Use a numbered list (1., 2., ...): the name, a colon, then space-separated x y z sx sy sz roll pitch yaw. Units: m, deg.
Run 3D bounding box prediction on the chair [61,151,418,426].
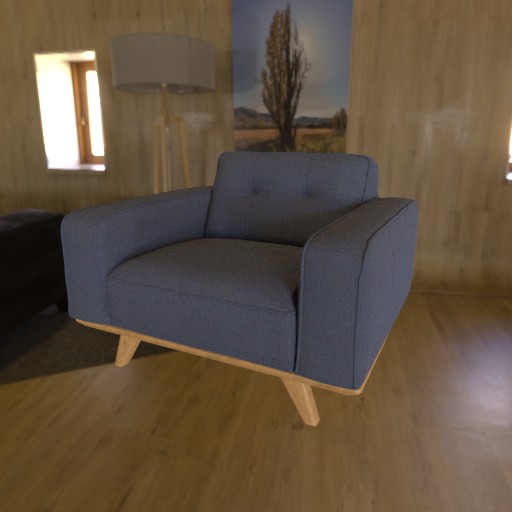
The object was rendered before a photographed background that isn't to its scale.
1. chair: 0.000 0.000 1.766 1.118 0.783 0.953 8 17 26
